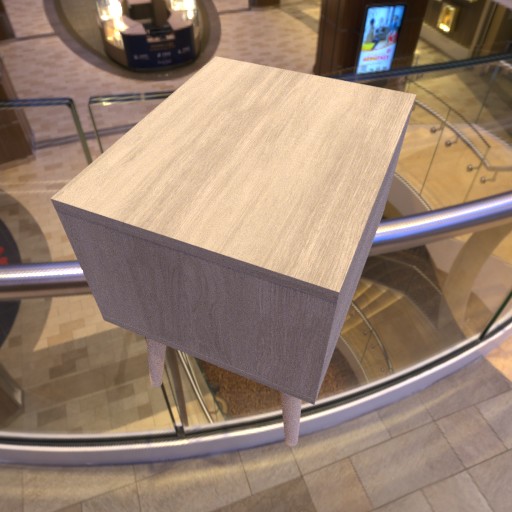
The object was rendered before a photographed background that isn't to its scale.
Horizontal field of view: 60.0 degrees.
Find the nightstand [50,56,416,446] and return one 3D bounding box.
[{"bbox_3d":[0.000,0.000,0.824,0.380,0.500,0.450,18,50,16],"label":"nightstand"}]
